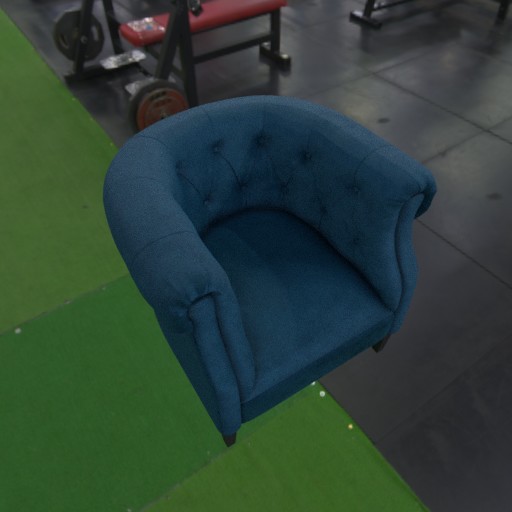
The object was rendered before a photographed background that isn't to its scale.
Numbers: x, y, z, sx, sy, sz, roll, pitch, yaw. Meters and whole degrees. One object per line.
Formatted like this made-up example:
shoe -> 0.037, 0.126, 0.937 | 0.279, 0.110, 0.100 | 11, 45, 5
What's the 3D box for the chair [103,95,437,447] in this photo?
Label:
chair -> 0.000, 0.000, 1.577 | 0.904, 0.826, 0.851 | -25, 52, -21
